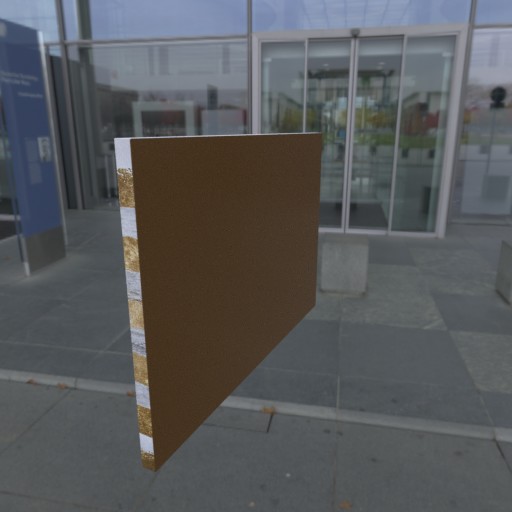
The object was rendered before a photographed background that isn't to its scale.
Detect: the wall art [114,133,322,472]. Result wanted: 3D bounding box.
[{"bbox_3d":[0.000,0.000,1.441,0.041,0.762,1.145,8,18,25],"label":"wall art"}]
